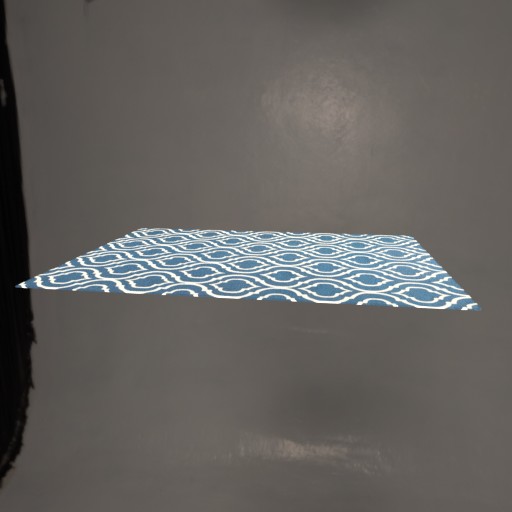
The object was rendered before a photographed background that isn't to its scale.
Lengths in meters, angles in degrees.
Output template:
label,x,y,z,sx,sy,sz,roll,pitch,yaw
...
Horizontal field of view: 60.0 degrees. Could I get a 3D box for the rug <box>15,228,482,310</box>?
label,x,y,z,sx,sy,sz,roll,pitch,yaw
rug,0.000,0.000,4.299,3.353,0.010,2.438,2,14,8
